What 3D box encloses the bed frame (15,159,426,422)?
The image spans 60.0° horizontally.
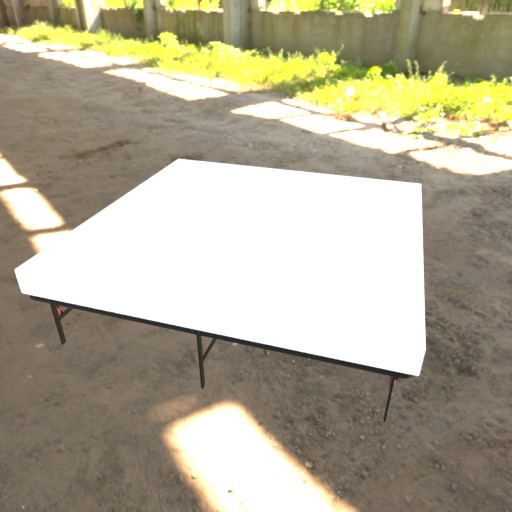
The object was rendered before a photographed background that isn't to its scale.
[{"bbox_3d":[0.000,0.000,2.974,2.032,0.559,1.930,9,31,15],"label":"bed frame"}]
